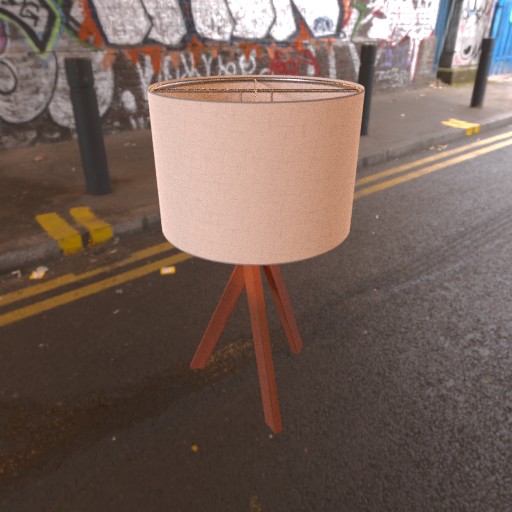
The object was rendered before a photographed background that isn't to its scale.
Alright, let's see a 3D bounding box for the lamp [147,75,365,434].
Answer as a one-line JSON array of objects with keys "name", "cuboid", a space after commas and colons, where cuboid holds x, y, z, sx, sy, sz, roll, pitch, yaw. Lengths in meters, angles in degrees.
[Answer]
[{"name": "lamp", "cuboid": [0.000, 0.000, 0.949, 0.380, 0.686, 0.380, 0, 28, 0]}]
